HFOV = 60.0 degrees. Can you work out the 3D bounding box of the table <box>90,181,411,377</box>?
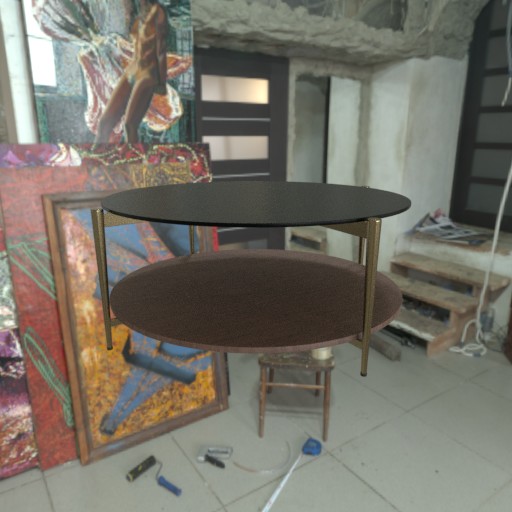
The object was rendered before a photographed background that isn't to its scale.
[{"bbox_3d":[0.000,0.000,1.464,0.938,0.400,0.938,7,17,26],"label":"table"}]
